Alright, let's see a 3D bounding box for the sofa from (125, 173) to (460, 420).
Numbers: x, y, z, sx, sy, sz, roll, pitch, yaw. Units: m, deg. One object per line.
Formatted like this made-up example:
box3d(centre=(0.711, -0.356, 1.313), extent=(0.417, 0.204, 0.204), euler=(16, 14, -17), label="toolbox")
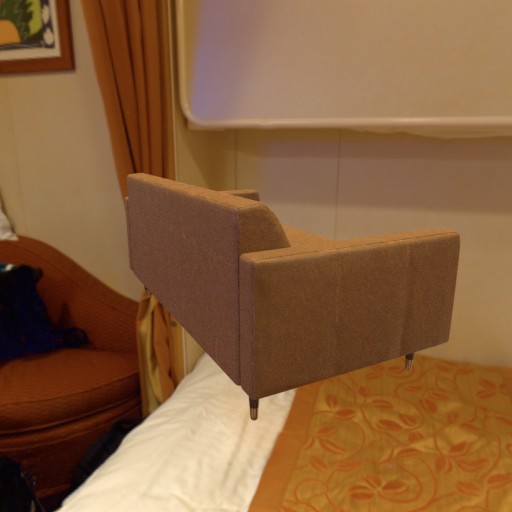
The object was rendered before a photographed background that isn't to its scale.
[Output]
box3d(centre=(0.000, 0.000, 2.407), extent=(0.993, 0.821, 1.847), euler=(-8, 16, -27), label="sofa")
